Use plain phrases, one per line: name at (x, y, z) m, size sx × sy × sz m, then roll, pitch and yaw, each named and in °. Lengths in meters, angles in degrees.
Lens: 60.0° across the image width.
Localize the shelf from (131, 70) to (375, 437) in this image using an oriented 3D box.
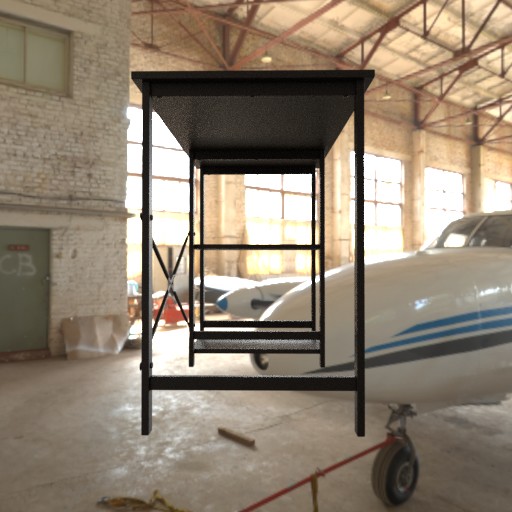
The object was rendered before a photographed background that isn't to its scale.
shelf at (0.000, 0.000, 1.351) m, size 0.498 × 0.749 × 0.902 m, roll 0°, pitch -1°, yaw 1°
